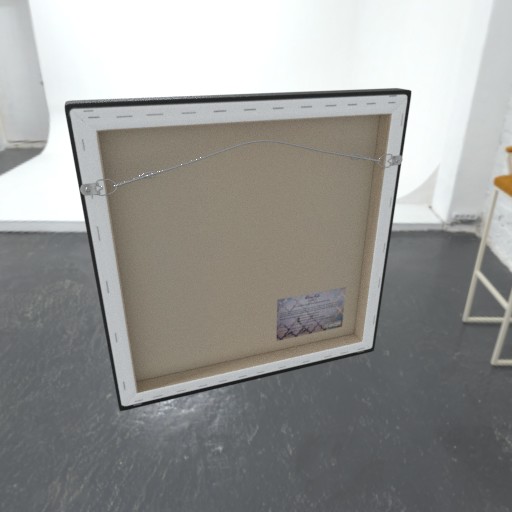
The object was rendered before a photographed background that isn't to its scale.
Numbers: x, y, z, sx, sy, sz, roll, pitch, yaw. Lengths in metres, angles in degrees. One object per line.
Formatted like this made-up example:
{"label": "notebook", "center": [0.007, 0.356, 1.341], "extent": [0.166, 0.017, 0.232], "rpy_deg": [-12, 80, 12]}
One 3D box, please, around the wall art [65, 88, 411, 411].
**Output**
{"label": "wall art", "center": [0.000, 0.000, 0.889], "extent": [0.610, 0.611, 0.043], "rpy_deg": [-9, 27, -17]}
